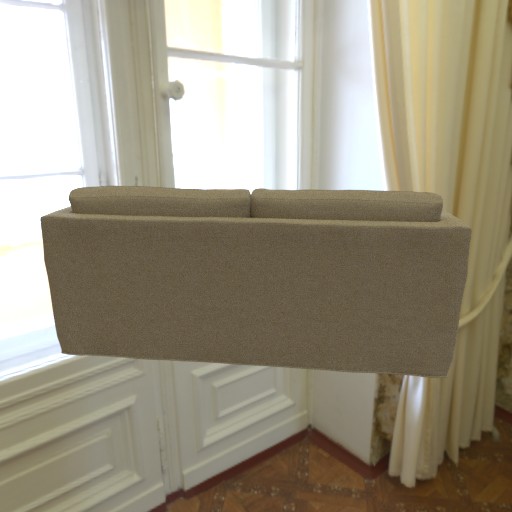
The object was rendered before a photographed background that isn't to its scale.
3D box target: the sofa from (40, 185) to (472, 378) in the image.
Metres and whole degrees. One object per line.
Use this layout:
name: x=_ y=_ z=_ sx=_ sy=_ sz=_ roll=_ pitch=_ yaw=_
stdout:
sofa: x=0.000 y=0.000 z=2.495 sx=1.987 sy=0.847 sz=0.956 roll=2 pitch=17 yaw=7
